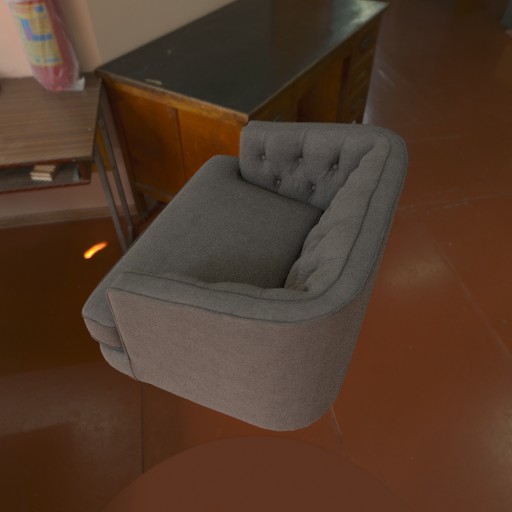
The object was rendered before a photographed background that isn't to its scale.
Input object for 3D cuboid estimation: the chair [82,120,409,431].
[{"bbox_3d":[0.000,0.000,1.786,0.941,0.852,1.104,17,49,16],"label":"chair"}]
